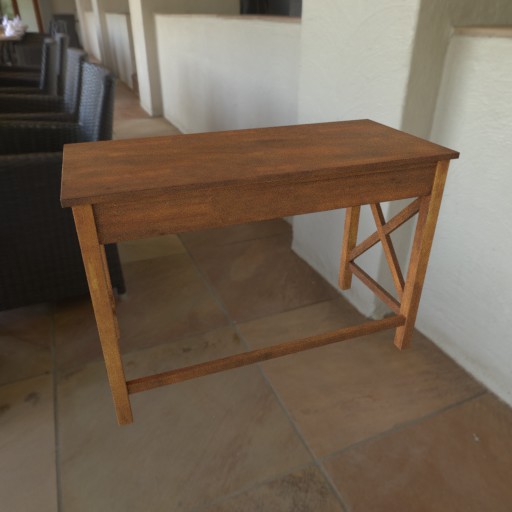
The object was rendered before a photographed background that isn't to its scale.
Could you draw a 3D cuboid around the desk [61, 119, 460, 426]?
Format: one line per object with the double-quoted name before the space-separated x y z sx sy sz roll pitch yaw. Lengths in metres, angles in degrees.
"desk" 0.000 0.000 1.554 1.117 0.762 0.508 -10 30 -17
